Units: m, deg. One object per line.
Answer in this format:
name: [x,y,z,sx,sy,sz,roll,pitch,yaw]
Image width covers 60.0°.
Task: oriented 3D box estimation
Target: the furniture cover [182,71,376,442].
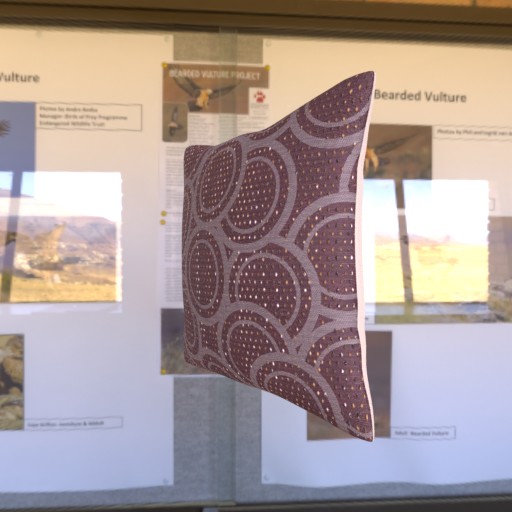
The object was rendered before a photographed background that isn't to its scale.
furniture cover: [0.000,0.000,0.825,0.193,0.509,0.552,0,0,-36]
